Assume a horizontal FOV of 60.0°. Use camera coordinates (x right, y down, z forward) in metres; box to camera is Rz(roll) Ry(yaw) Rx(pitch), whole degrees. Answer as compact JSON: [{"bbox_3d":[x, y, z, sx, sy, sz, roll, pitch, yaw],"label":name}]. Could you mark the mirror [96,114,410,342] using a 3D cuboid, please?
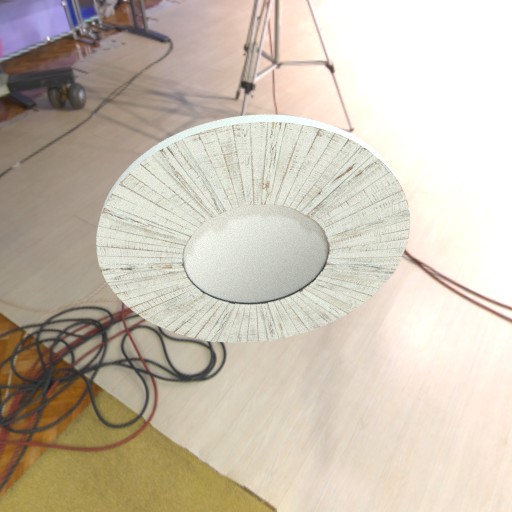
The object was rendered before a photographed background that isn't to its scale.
[{"bbox_3d":[0.000,0.000,1.338,0.914,0.914,0.038,-4,47,-4],"label":"mirror"}]
